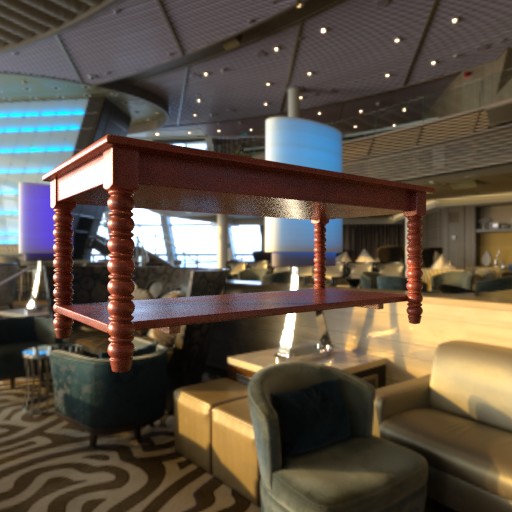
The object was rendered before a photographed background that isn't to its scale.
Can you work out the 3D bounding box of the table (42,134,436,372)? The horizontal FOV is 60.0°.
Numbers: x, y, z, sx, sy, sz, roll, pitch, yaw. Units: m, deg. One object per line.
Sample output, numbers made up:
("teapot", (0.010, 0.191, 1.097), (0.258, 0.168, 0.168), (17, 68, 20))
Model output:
("table", (0.000, 0.000, 1.449), (1.171, 0.485, 0.580), (0, 0, -37))
